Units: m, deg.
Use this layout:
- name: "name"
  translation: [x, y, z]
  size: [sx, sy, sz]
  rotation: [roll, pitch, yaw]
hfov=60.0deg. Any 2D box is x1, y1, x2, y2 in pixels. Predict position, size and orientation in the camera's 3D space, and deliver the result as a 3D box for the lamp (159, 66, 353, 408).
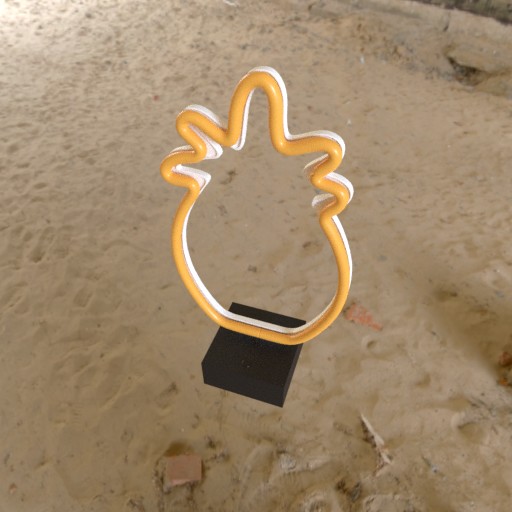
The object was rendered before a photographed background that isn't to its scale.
- name: "lamp"
  translation: [0.000, 0.000, 0.389]
  size: [0.167, 0.317, 0.088]
  rotation: [13, 43, 14]
